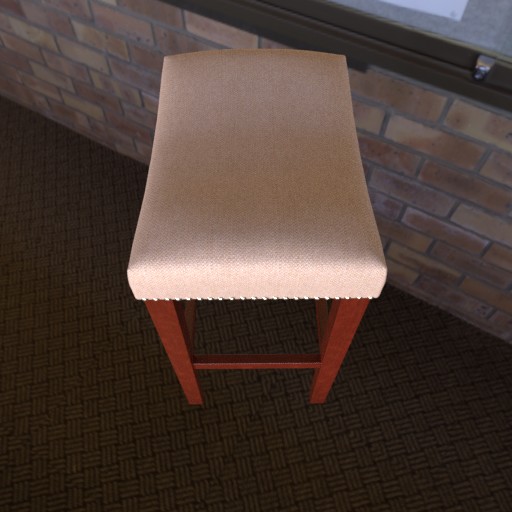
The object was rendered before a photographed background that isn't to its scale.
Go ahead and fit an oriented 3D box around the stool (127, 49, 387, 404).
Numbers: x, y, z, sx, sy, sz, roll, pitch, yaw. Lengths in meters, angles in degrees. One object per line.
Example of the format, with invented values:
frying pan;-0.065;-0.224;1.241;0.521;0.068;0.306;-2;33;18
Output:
stool;0.000;0.000;1.020;0.372;0.742;0.504;0;57;0
